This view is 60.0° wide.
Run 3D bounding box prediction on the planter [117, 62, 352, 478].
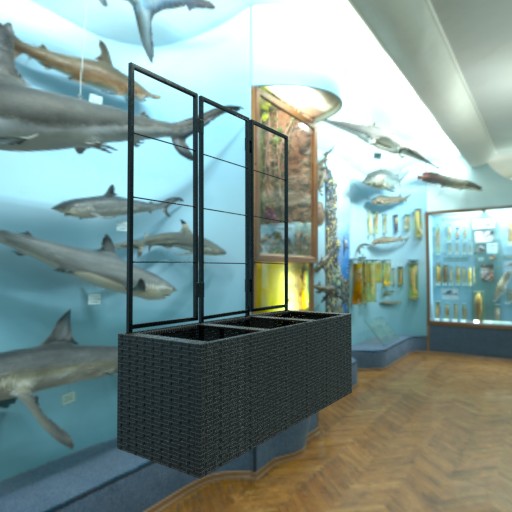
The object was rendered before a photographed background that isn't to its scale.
[{"bbox_3d":[0.000,0.000,1.178,0.244,0.841,0.699,-1,-2,35],"label":"planter"}]
